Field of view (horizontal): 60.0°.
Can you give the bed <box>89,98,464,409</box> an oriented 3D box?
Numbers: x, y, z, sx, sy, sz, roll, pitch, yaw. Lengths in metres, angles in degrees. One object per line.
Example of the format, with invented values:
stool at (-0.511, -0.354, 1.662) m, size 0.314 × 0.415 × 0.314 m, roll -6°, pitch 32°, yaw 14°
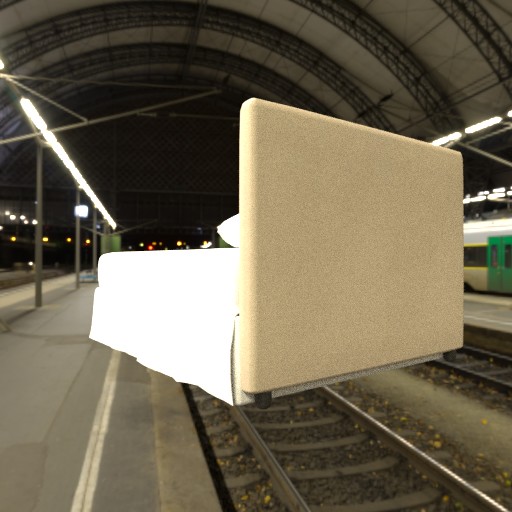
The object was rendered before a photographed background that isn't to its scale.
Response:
bed at (0.000, 0.000, 3.135) m, size 1.723 × 1.330 × 2.142 m, roll 0°, pitch 0°, yaw -36°
